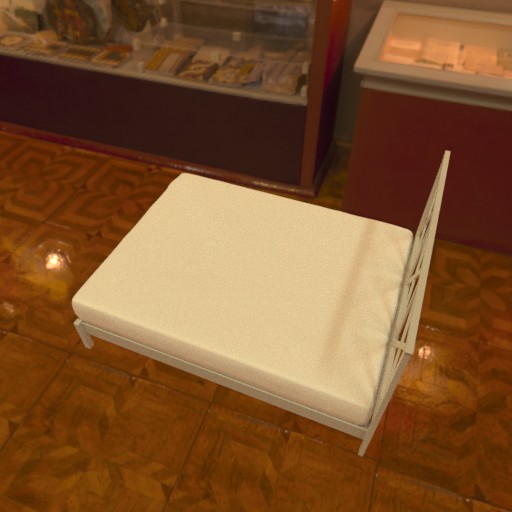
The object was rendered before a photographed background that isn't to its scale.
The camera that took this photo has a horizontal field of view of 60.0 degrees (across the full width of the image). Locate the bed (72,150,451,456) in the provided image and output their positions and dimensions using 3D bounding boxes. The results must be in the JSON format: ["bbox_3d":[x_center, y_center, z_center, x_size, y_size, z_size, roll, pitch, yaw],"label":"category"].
[{"bbox_3d":[0.000,0.000,3.167,2.135,1.253,1.673,16,49,15],"label":"bed"}]
